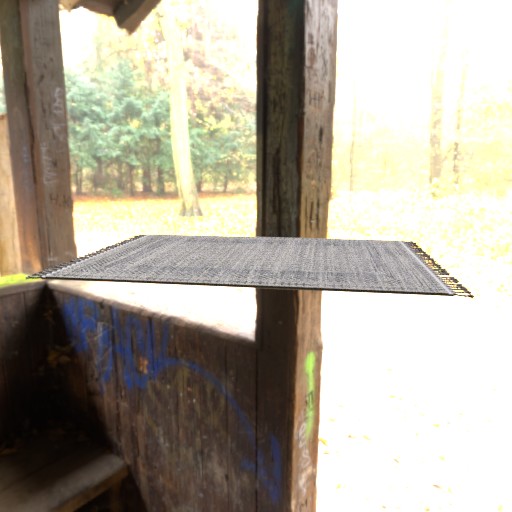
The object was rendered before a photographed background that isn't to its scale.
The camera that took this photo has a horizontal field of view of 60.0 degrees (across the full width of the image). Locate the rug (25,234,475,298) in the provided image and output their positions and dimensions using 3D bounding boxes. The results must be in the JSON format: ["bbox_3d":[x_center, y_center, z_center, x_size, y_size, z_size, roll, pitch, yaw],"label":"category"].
[{"bbox_3d":[0.000,0.000,2.378,1.872,0.013,1.243,2,12,9],"label":"rug"}]
